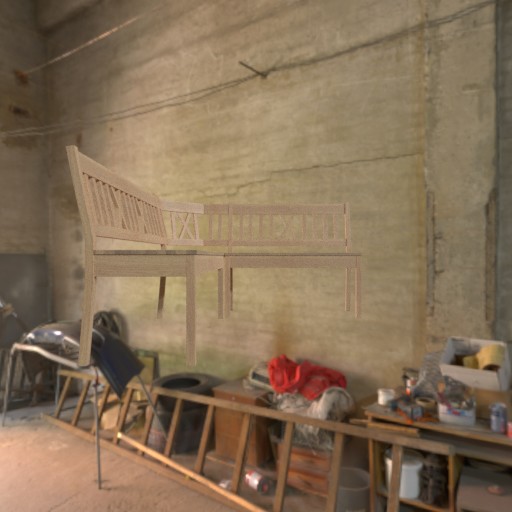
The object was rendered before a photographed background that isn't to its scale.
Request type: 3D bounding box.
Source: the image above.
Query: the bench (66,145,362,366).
[{"bbox_3d":[0.000,0.000,2.770,1.537,0.902,1.937,0,0,0],"label":"bench"}]
